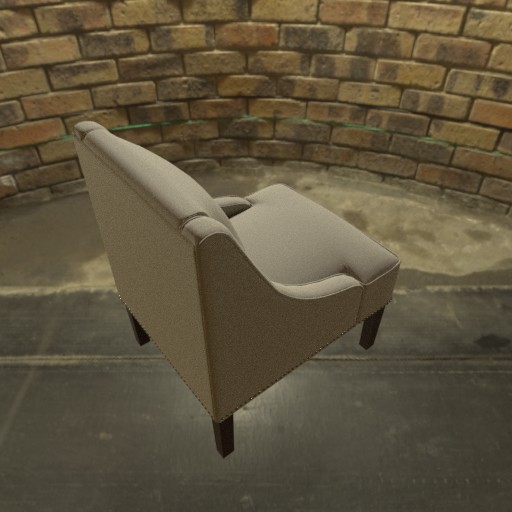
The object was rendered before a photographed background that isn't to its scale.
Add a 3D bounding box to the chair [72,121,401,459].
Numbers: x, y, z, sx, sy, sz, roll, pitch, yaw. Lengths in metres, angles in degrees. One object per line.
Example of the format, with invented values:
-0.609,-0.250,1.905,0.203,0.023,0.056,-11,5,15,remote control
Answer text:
0.000,0.000,1.388,0.737,0.864,0.610,-27,48,-28,chair
